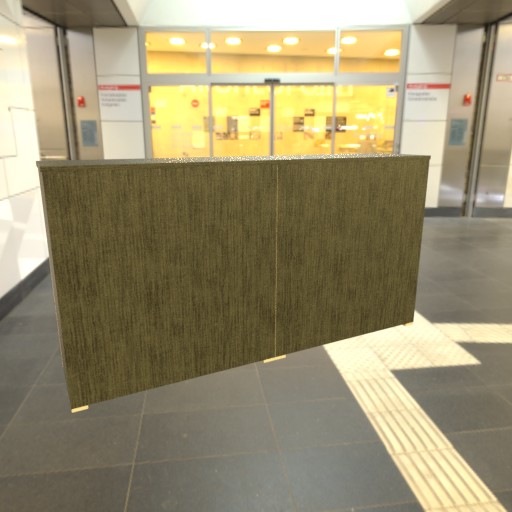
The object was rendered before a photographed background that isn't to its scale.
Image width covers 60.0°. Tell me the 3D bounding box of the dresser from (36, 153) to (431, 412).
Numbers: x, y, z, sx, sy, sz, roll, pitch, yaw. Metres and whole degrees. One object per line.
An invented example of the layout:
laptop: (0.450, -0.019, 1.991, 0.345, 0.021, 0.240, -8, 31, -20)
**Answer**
dresser: (0.000, 0.000, 1.826, 1.535, 0.790, 0.333, -8, 17, -26)
